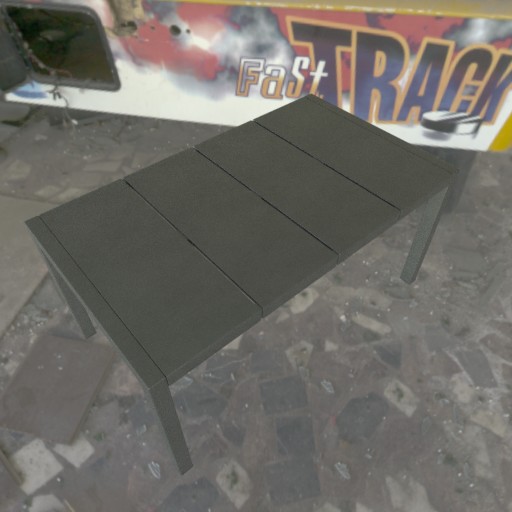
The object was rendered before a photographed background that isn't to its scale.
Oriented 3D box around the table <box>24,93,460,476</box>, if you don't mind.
[{"bbox_3d":[0.000,0.000,1.280,0.965,0.460,0.559,-32,55,-26],"label":"table"}]
